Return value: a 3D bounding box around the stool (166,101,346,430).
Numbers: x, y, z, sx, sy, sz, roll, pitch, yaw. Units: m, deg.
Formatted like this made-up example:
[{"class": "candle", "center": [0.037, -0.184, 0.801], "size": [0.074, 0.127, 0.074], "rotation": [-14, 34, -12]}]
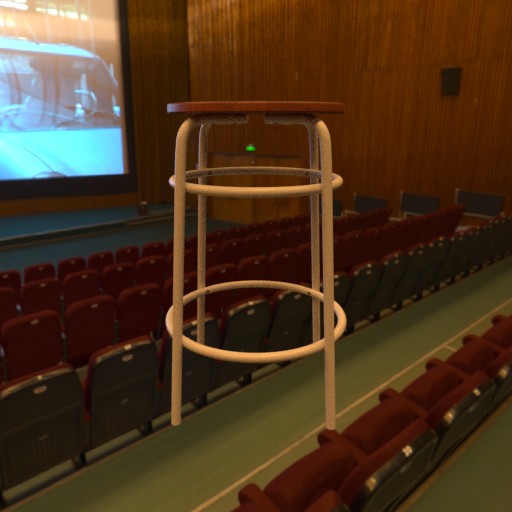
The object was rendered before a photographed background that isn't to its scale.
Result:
[{"class": "stool", "center": [0.000, 0.000, 0.941], "size": [0.455, 0.610, 0.455], "rotation": [-15, 23, -40]}]
